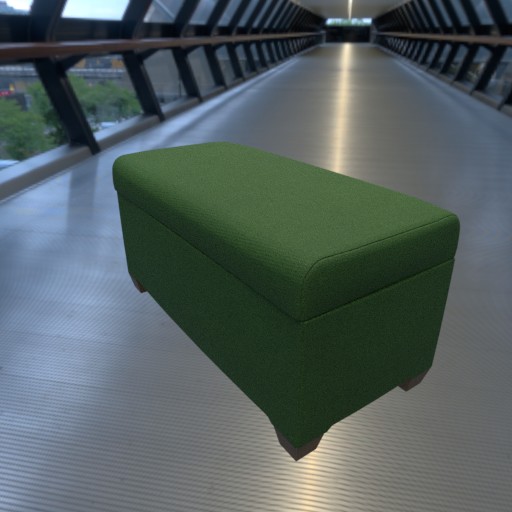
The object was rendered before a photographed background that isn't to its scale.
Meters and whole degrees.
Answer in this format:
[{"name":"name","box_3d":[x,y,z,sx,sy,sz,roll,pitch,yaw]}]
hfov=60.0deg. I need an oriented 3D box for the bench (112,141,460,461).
[{"name":"bench","box_3d":[0.000,0.000,1.307,0.505,0.501,0.989,-17,30,-31]}]
